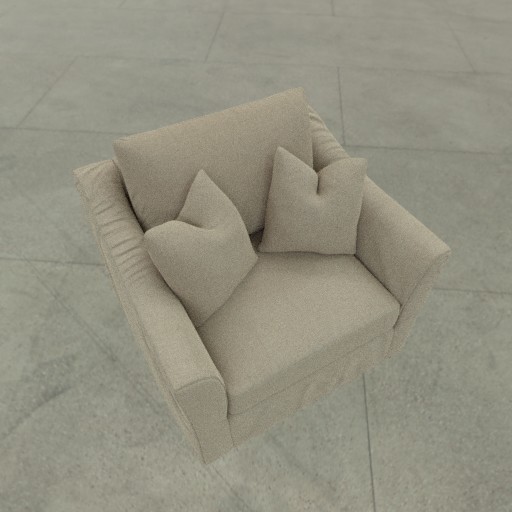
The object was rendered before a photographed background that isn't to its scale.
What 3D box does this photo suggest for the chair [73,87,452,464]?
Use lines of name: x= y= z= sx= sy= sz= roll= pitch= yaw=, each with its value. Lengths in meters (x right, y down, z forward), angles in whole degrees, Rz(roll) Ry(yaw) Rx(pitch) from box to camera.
chair: x=0.000 y=0.000 z=1.978 sx=1.194 sy=1.093 sz=1.071 roll=-23 pitch=51 yaw=-20
